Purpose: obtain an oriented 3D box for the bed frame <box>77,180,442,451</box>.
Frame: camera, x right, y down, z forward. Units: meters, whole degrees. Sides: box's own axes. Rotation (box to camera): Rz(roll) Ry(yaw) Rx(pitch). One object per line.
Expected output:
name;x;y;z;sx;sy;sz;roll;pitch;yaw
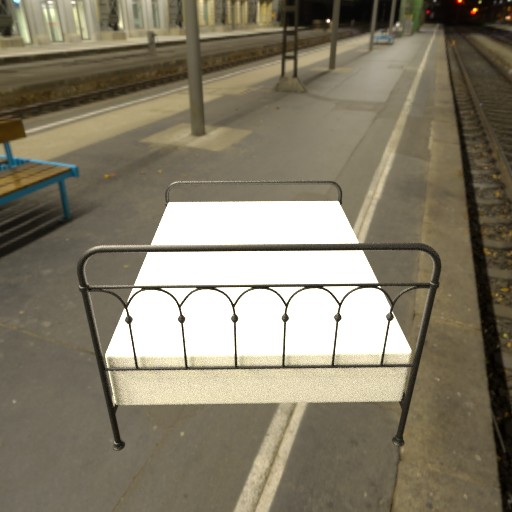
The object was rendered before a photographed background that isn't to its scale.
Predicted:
bed frame;0.000;0.000;3.162;1.664;1.276;2.203;0;29;-1
